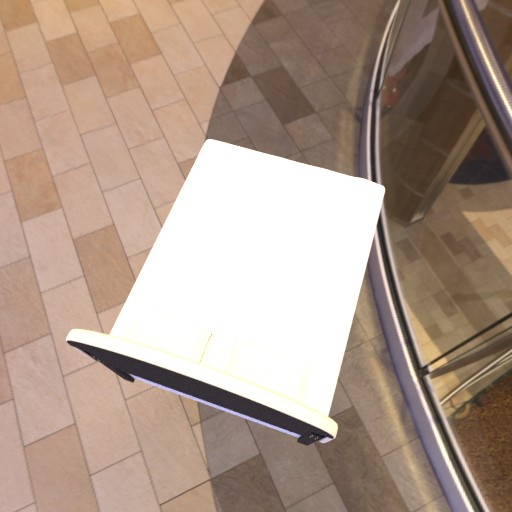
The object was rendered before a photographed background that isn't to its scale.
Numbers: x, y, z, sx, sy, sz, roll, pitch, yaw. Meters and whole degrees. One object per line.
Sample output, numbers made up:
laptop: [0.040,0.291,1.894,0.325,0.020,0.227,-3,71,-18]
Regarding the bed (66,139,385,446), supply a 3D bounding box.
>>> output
bed: [0.000,0.000,3.056,1.607,1.410,2.005,17,65,8]
